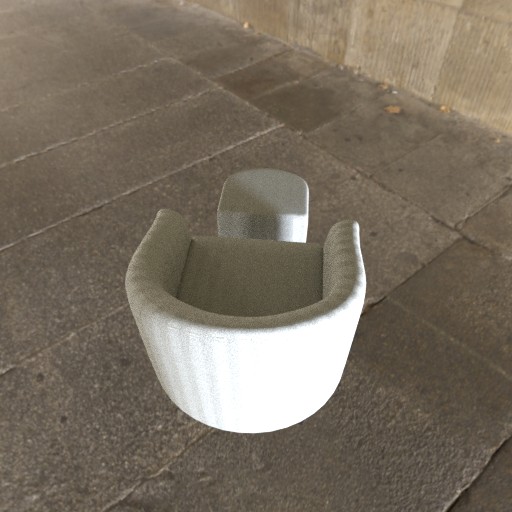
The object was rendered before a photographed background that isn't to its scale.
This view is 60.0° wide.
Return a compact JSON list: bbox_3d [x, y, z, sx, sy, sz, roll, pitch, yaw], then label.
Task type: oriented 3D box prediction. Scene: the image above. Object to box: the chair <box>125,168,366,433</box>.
[{"bbox_3d":[0.000,0.000,1.776,0.756,0.757,1.288,4,46,4],"label":"chair"}]
